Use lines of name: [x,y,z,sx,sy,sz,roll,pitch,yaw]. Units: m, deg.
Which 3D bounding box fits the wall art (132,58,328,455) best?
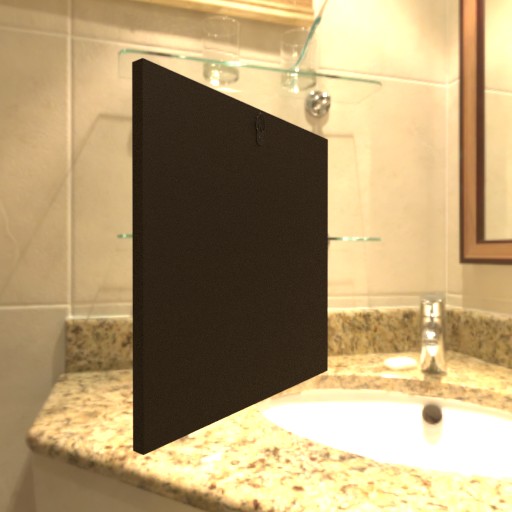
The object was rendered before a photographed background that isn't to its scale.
wall art: [0.000,0.000,1.229,0.043,0.807,0.805,0,1,37]
